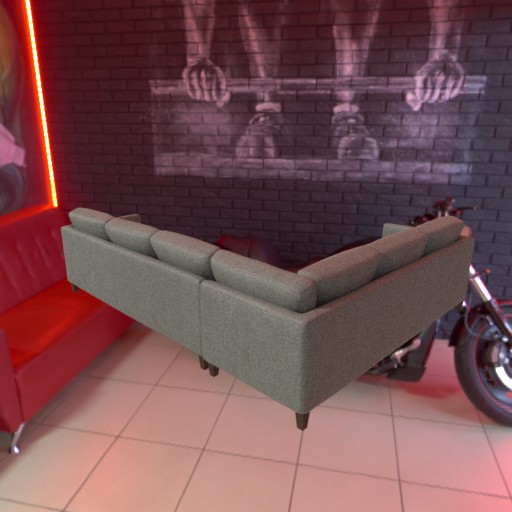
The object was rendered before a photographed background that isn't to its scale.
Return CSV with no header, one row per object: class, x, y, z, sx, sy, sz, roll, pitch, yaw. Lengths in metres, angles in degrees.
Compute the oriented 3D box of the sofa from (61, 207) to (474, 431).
sofa,0.000,0.000,4.454,3.302,0.947,2.593,16,24,42
